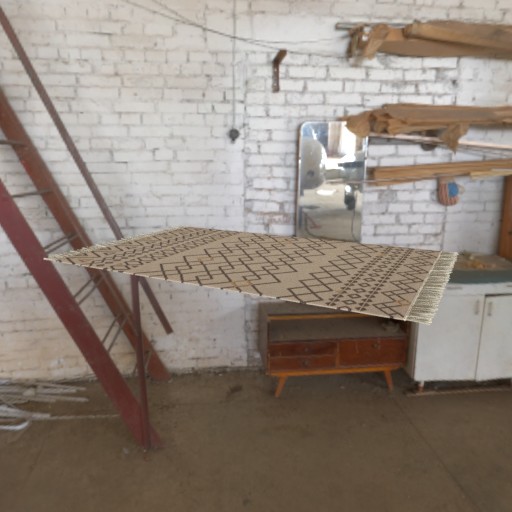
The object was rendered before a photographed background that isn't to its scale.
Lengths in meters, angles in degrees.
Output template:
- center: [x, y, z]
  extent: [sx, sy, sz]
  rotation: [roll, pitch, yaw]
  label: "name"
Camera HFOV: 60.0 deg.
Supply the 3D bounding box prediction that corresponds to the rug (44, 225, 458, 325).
- center: [0.000, 0.000, 2.500]
  extent: [2.023, 0.028, 1.224]
  rotation: [7, 15, 27]
  label: "rug"
